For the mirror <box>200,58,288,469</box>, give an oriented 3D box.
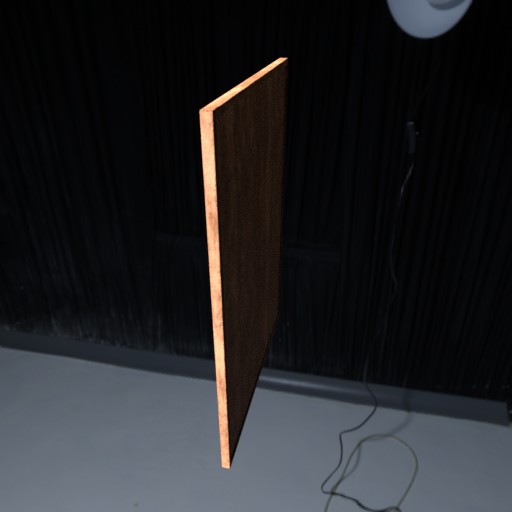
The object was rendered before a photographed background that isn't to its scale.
[{"bbox_3d":[0.000,0.000,1.447,0.028,1.099,0.796,7,32,12],"label":"mirror"}]
